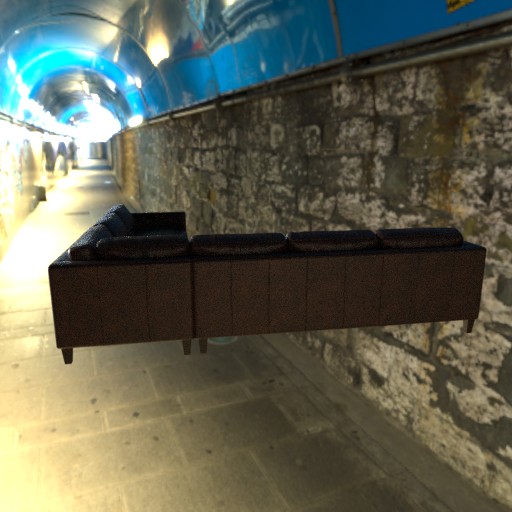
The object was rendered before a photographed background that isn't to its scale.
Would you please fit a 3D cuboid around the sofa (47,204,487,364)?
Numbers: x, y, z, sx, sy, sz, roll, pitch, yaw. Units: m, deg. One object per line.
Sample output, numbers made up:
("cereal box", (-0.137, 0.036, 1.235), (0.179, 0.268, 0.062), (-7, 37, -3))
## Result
("sofa", (0.000, 0.000, 4.313), (3.152, 0.836, 2.438), (-2, 14, -10))
